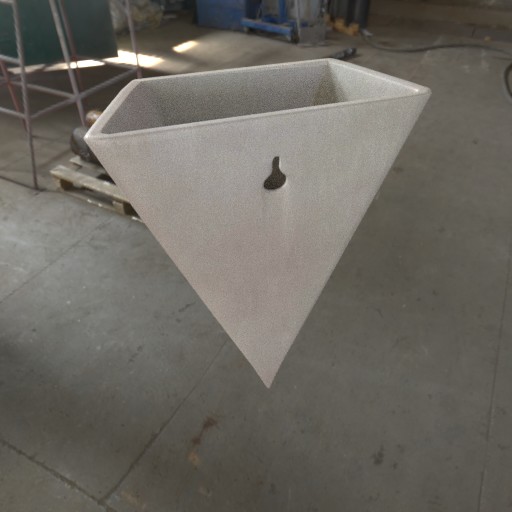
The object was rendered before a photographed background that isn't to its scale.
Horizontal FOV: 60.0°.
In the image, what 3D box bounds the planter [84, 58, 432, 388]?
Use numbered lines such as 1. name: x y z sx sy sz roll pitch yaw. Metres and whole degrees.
1. planter: 0.000 0.000 0.262 0.150 0.197 0.060 -12 42 -14
